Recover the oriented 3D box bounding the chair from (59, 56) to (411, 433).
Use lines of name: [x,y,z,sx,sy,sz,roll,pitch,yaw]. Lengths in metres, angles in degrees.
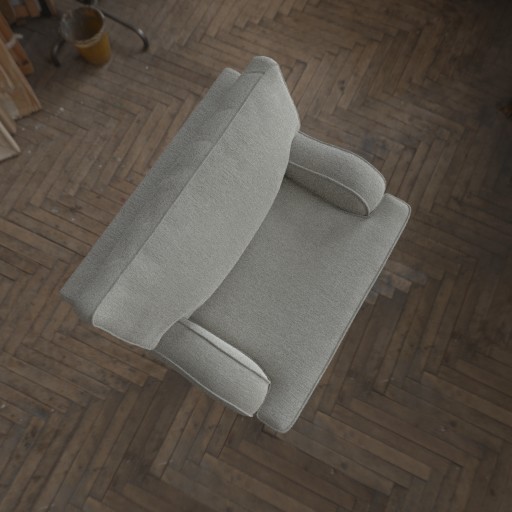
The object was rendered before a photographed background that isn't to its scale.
chair: [0.000,0.000,2.012,1.041,1.016,1.220,31,77,8]
